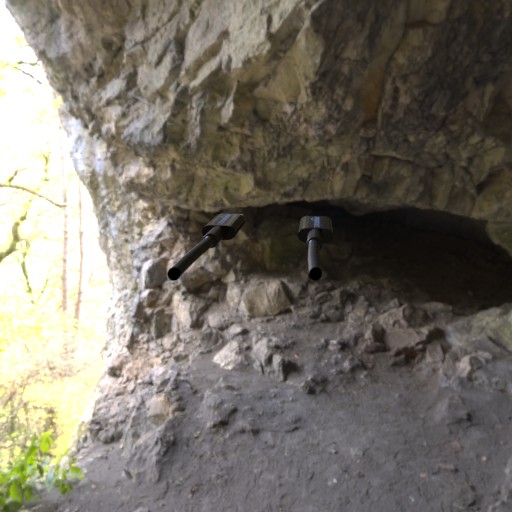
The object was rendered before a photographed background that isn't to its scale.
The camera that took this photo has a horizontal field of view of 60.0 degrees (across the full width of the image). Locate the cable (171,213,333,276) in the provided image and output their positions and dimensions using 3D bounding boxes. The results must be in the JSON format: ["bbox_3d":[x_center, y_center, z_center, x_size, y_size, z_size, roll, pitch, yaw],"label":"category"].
[{"bbox_3d":[0.000,0.000,0.114,0.041,0.005,0.098,2,17,7],"label":"cable"}]
